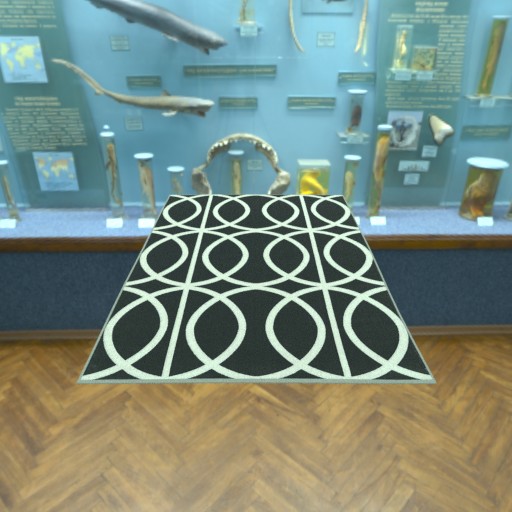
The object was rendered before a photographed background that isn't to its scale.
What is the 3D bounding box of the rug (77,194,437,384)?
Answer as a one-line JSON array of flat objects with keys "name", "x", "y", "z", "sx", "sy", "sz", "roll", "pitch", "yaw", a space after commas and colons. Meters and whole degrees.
[{"name": "rug", "x": 0.000, "y": 0.000, "z": 2.870, "sx": 1.526, "sy": 0.014, "sz": 2.290, "roll": 0, "pitch": 28, "yaw": 0}]
